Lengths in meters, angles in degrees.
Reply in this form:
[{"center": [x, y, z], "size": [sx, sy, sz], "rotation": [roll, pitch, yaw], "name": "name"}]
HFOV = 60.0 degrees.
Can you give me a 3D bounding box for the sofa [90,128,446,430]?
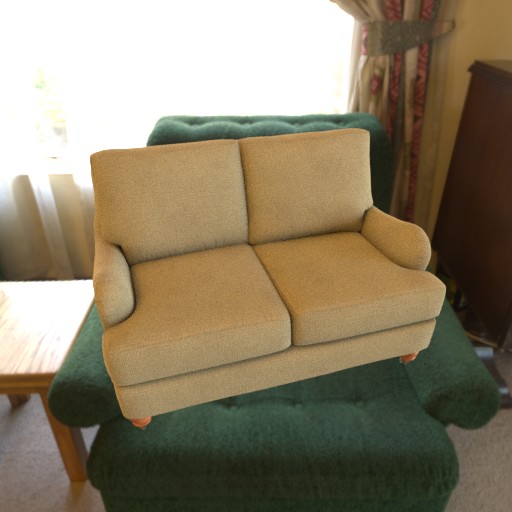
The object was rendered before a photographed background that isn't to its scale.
[{"center": [0.000, 0.000, 2.166], "size": [1.480, 0.999, 1.087], "rotation": [-9, 32, -15], "name": "sofa"}]
